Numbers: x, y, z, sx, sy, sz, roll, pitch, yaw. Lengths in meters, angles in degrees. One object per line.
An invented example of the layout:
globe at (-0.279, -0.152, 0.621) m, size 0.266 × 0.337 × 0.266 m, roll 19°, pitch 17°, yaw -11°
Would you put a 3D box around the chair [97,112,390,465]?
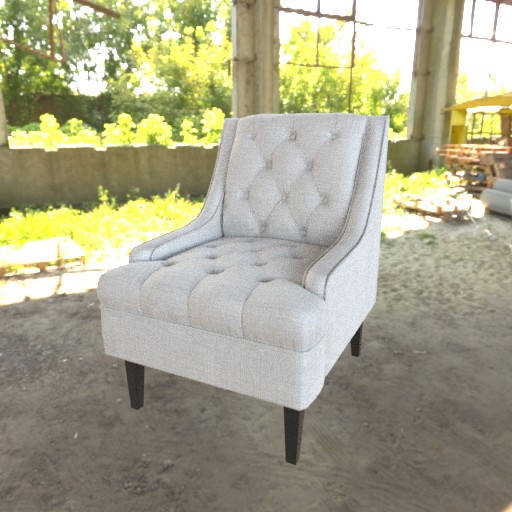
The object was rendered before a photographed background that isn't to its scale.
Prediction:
chair at (0.000, 0.000, 1.410) m, size 0.658 × 0.891 × 0.772 m, roll 8°, pitch 17°, yaw 26°
